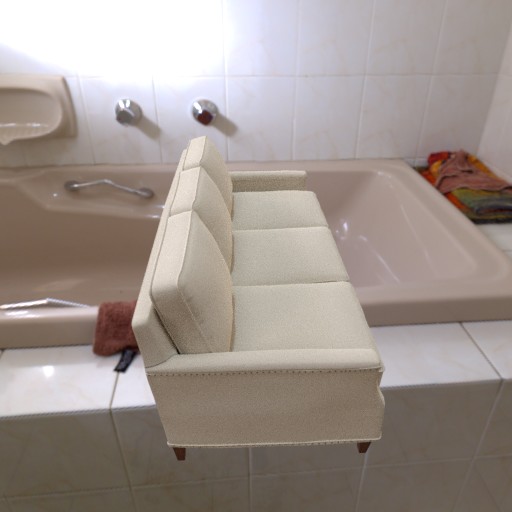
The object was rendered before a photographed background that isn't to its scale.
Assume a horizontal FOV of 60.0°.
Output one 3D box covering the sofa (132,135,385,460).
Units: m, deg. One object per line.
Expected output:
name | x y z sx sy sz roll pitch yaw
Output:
sofa | 0.000 0.000 2.815 1.084 1.003 2.246 -1 31 -2
